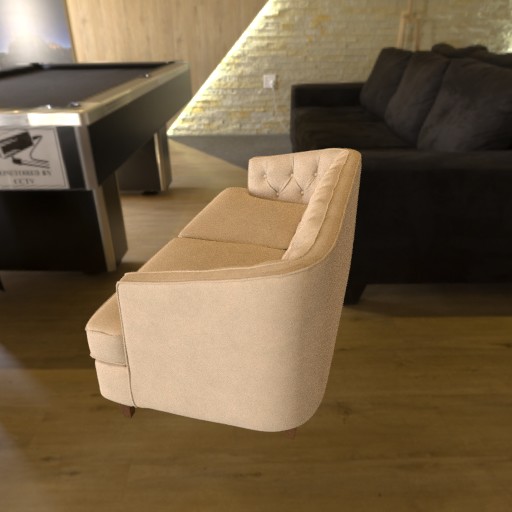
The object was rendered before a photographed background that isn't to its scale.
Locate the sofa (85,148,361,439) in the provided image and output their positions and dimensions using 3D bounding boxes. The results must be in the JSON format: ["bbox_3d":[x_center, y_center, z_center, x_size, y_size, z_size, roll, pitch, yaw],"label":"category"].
[{"bbox_3d":[0.000,0.000,2.332,0.940,0.878,1.731,8,29,14],"label":"sofa"}]
